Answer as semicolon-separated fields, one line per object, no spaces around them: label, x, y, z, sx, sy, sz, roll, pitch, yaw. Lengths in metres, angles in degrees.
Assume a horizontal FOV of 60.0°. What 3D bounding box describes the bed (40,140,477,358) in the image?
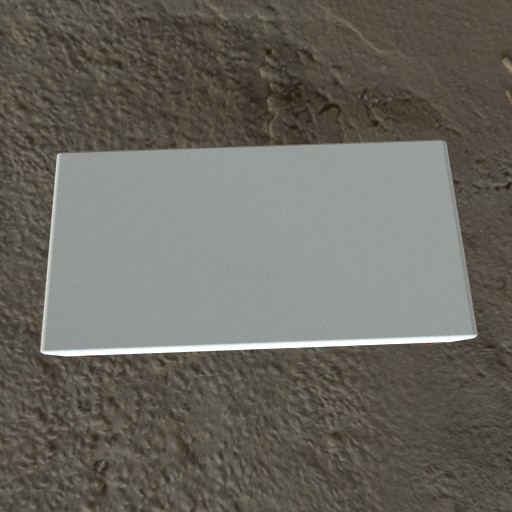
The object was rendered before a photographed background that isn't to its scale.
bed;0.000;0.000;2.321;1.902;0.616;0.961;-2;75;-1
